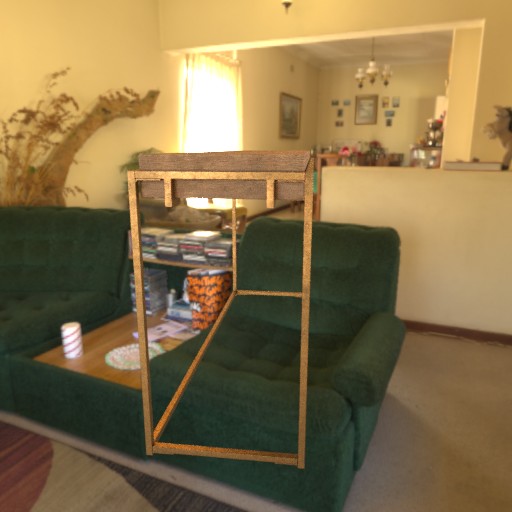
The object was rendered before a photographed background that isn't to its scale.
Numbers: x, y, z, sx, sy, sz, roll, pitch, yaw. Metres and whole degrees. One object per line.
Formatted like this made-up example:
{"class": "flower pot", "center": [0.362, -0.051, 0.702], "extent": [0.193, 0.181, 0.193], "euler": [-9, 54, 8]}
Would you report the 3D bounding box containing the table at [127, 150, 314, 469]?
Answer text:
{"class": "table", "center": [0.000, 0.000, 1.790], "extent": [0.440, 0.820, 1.400], "euler": [2, 14, 7]}
